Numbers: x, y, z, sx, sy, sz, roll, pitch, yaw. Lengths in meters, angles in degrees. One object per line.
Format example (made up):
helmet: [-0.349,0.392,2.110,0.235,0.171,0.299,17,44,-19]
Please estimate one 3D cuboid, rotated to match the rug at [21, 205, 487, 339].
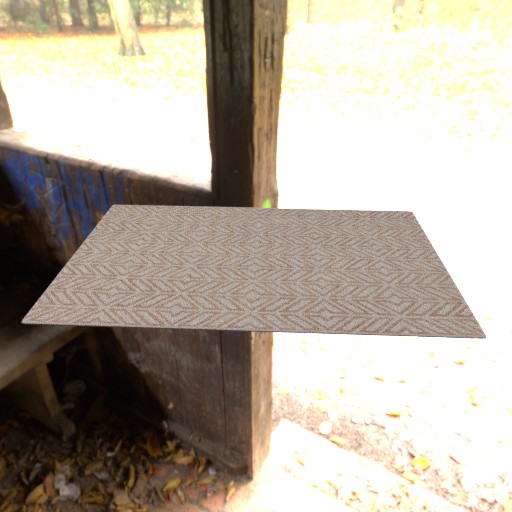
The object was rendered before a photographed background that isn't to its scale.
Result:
rug: [0.000,0.000,2.954,2.438,0.008,1.523,1,31,2]
